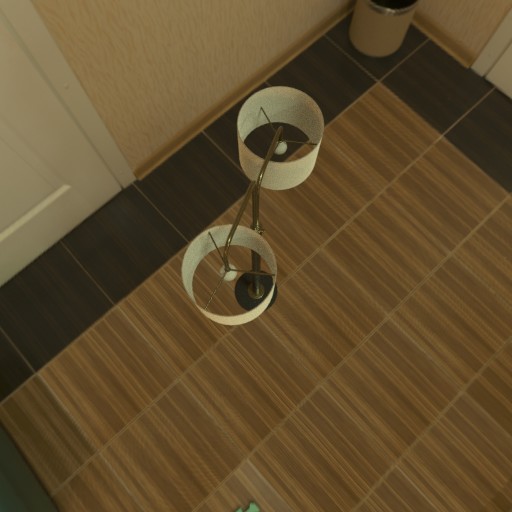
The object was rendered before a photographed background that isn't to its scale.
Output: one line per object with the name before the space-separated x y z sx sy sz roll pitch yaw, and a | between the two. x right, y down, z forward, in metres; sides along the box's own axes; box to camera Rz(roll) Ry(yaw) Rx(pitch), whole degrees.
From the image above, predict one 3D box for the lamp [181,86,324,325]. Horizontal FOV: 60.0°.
lamp | 0.000 0.000 1.868 0.254 1.587 0.711 18 75 5
